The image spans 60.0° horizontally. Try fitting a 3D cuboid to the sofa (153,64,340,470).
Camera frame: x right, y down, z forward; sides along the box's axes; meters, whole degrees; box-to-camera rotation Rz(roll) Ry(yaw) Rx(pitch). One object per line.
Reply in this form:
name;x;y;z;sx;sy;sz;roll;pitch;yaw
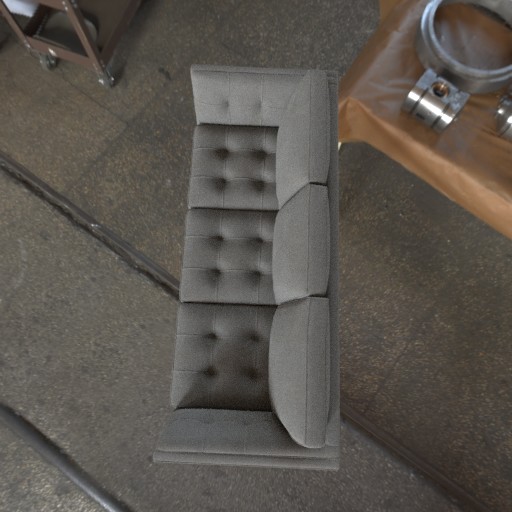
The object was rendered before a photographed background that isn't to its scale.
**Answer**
sofa;0.000;0.000;2.862;0.965;0.940;2.387;2;75;1
